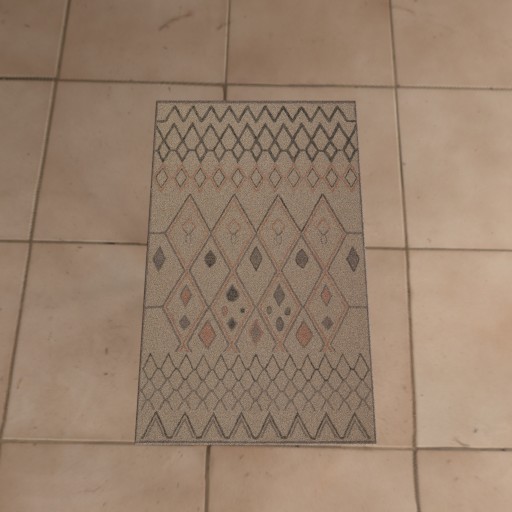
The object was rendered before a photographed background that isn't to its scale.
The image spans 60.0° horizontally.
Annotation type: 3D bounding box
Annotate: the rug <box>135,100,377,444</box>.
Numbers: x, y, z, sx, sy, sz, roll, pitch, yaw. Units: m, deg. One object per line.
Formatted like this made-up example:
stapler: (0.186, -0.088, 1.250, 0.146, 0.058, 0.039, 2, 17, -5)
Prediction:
rug: (0.000, 0.000, 3.080, 1.524, 0.015, 2.438, 0, 76, 0)
